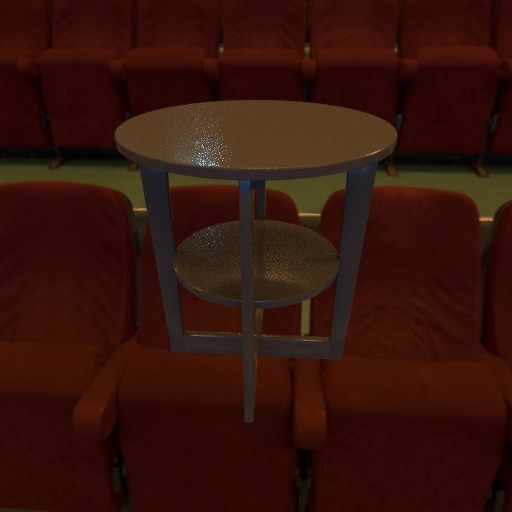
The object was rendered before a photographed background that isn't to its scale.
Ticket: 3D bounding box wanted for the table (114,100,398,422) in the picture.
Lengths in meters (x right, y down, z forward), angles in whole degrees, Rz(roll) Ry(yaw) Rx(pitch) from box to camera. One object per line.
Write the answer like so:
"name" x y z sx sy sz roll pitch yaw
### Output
"table" 0.000 0.000 0.946 0.500 0.550 0.500 0 29 0
